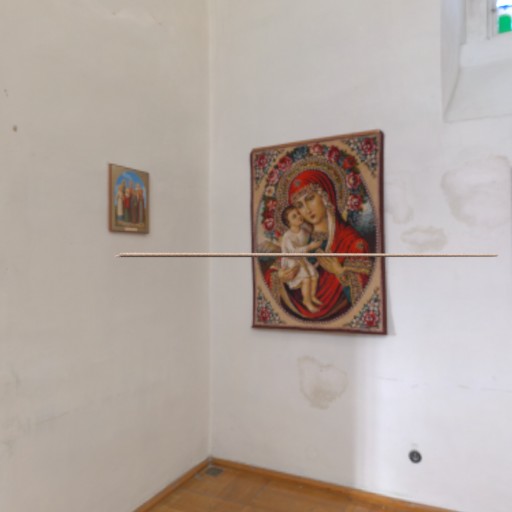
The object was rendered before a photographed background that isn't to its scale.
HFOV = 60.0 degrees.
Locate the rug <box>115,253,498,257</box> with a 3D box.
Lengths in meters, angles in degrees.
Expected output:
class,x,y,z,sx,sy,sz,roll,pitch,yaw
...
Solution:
class,x,y,z,sx,sy,sz,roll,pitch,yaw
rug,0.000,0.000,4.060,2.462,0.018,3.039,0,0,-18
